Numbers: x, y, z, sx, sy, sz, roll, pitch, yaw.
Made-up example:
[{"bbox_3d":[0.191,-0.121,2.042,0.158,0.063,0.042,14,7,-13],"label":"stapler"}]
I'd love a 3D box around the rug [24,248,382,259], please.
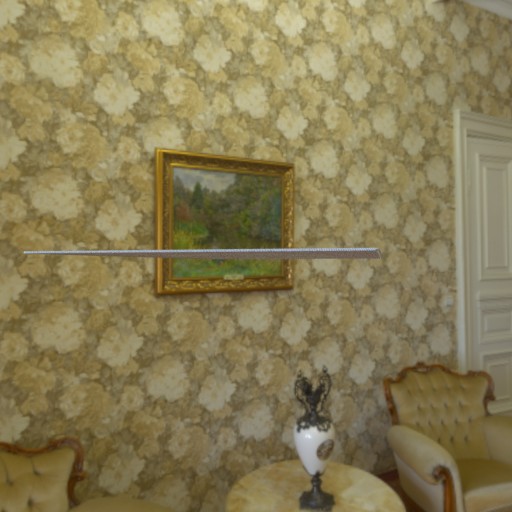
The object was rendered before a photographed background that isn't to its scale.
[{"bbox_3d":[0.000,0.000,3.683,2.005,0.014,2.878,0,-1,16],"label":"rug"}]
